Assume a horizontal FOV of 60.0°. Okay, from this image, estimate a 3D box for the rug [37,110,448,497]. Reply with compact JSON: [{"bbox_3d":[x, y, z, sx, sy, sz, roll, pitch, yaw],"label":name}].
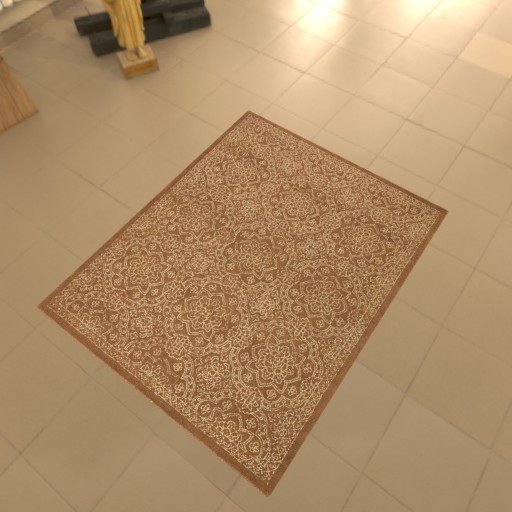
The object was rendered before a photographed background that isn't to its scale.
[{"bbox_3d":[0.000,0.000,4.066,2.441,0.015,3.050,32,64,18],"label":"rug"}]
